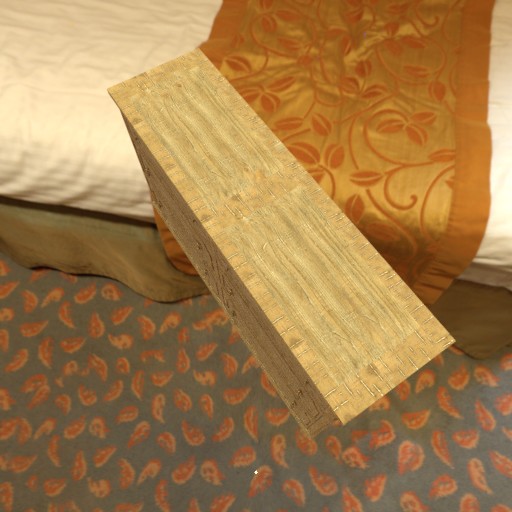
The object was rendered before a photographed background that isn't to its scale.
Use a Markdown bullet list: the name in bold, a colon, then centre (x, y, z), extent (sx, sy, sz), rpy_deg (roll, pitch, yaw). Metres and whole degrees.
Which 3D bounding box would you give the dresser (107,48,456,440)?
- **dresser**: centre (0.000, 0.000, 2.117), extent (0.457, 1.016, 1.626), rpy_deg (-31, 68, -14)
